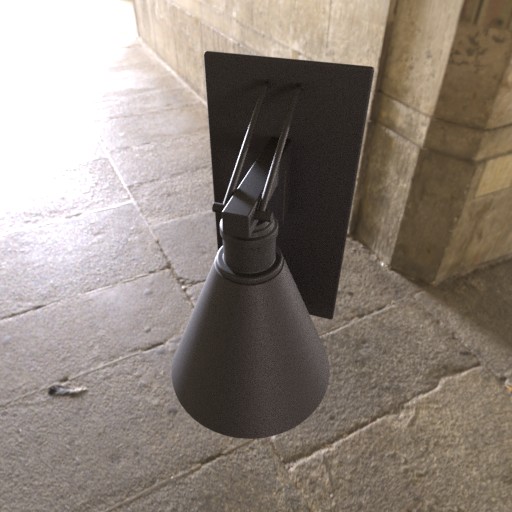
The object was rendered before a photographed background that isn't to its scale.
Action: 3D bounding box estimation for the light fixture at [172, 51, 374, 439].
[{"bbox_3d":[0.000,0.000,0.406,0.170,0.298,0.207,12,42,13],"label":"light fixture"}]
